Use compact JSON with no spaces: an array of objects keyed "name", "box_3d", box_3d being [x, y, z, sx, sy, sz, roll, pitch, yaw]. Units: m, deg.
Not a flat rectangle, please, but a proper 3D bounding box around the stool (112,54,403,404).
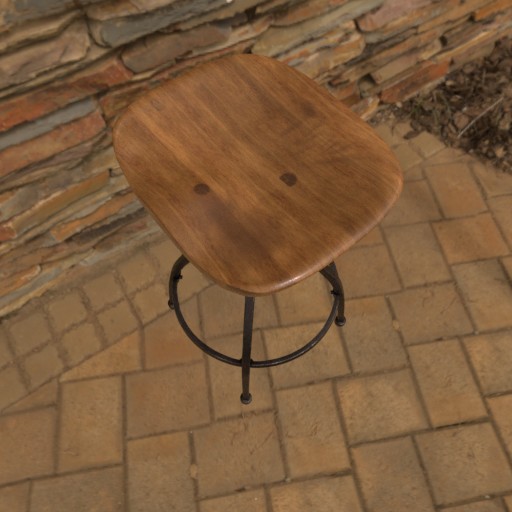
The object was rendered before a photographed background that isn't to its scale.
[{"name":"stool","box_3d":[0.000,0.000,0.989,0.424,0.694,0.432,-35,67,-18]}]
